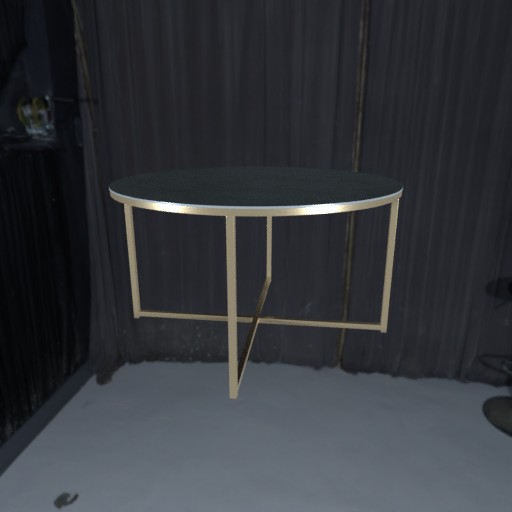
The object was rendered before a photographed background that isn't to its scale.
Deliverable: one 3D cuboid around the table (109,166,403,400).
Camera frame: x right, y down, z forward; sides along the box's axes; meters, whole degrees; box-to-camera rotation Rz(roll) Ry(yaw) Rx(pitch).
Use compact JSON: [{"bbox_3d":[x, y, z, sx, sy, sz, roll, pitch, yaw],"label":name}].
[{"bbox_3d":[0.000,0.000,1.330,0.800,0.450,0.800,0,17,0],"label":"table"}]
